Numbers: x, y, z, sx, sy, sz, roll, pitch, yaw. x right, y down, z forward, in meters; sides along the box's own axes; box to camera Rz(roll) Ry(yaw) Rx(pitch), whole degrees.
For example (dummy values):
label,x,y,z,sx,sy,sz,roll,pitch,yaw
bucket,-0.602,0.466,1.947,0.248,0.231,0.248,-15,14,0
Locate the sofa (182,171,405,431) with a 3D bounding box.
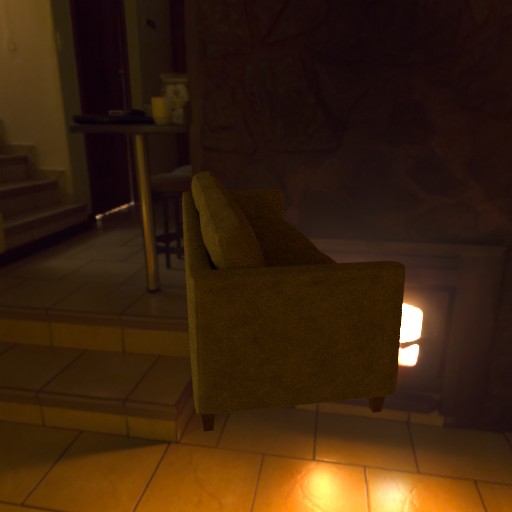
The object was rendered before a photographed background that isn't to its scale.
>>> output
label,x,y,z,sx,sy,sz,roll,pitch,yaw
sofa,0.000,0.000,3.011,0.951,0.965,2.434,-3,17,-9
